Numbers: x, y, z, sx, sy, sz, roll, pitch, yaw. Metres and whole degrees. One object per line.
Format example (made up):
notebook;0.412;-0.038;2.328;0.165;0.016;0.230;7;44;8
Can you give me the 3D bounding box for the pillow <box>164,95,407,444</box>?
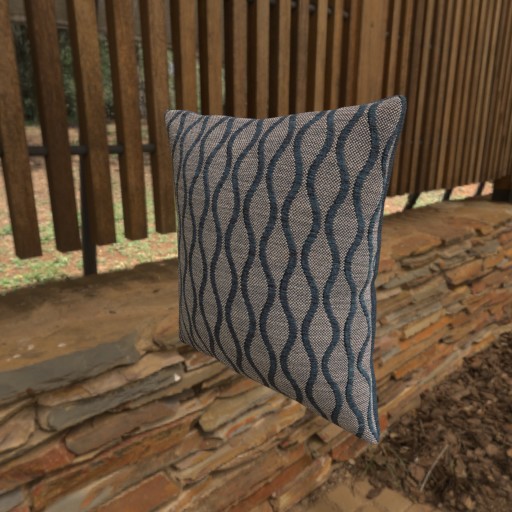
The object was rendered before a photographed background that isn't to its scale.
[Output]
pillow;0.000;0.000;0.662;0.435;0.435;0.159;15;22;41
